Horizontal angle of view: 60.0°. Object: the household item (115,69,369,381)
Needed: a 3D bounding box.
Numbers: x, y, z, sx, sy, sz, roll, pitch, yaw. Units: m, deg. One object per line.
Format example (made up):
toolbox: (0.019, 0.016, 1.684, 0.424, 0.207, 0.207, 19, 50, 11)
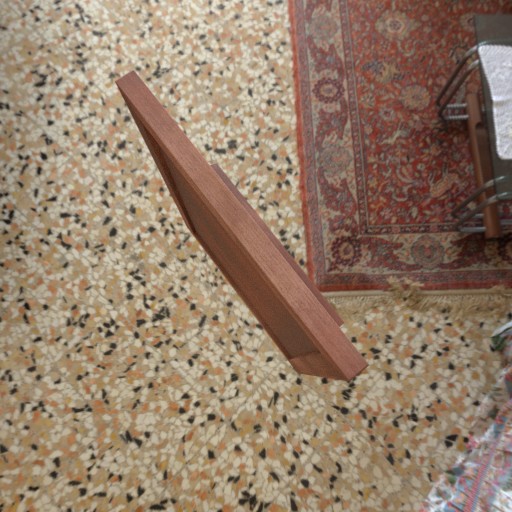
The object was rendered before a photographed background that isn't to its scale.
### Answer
household item: (0.000, 0.000, 0.549, 0.067, 0.407, 0.310, -36, 79, -8)
